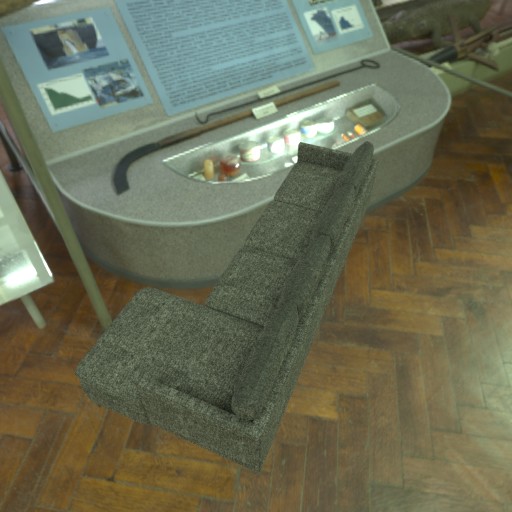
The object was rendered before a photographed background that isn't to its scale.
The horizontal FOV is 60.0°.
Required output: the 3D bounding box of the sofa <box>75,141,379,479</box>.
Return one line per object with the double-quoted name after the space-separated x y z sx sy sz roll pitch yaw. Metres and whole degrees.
0.000 0.000 4.148 1.488 0.970 3.384 17 48 16 "sofa"
